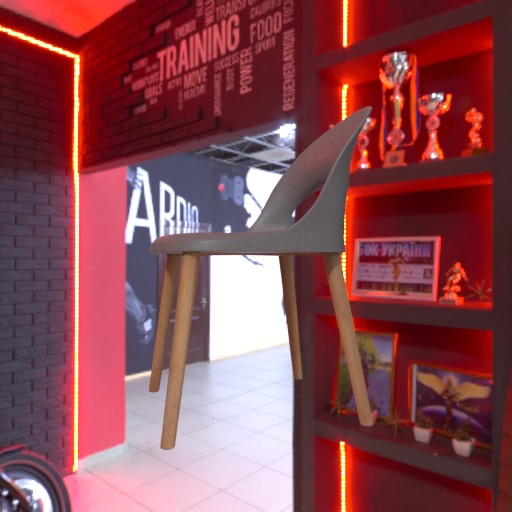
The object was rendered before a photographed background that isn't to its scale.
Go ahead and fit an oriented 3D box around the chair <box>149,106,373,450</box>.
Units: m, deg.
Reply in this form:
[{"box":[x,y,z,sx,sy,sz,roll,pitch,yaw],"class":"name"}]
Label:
[{"box":[0.000,0.000,1.183,0.556,0.795,0.470,0,-1,-17],"class":"chair"}]
